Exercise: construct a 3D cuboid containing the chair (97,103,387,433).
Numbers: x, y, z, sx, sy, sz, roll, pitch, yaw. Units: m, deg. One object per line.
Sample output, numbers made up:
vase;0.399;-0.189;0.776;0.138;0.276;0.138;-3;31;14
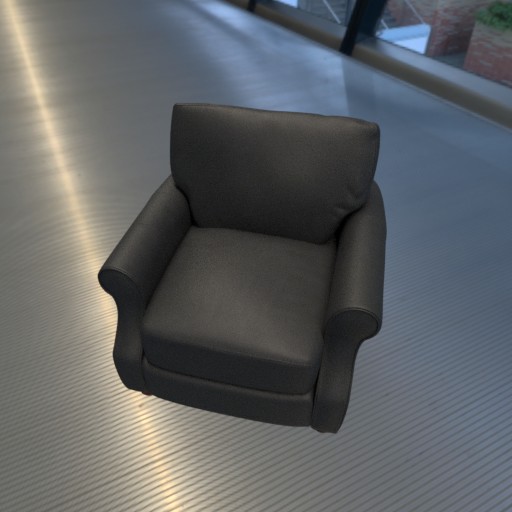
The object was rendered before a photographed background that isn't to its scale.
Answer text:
chair;0.000;0.000;1.769;1.015;0.960;1.027;12;42;14
